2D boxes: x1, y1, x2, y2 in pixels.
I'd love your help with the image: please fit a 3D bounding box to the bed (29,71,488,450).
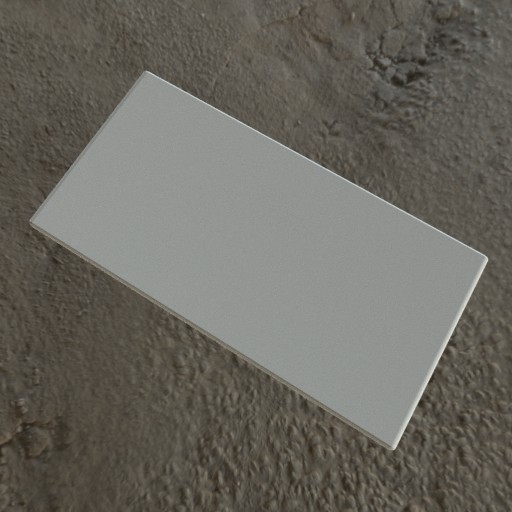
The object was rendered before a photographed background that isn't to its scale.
[{"bbox_3d":[0.000,0.000,2.313,1.902,0.616,0.961,30,78,7],"label":"bed"}]
